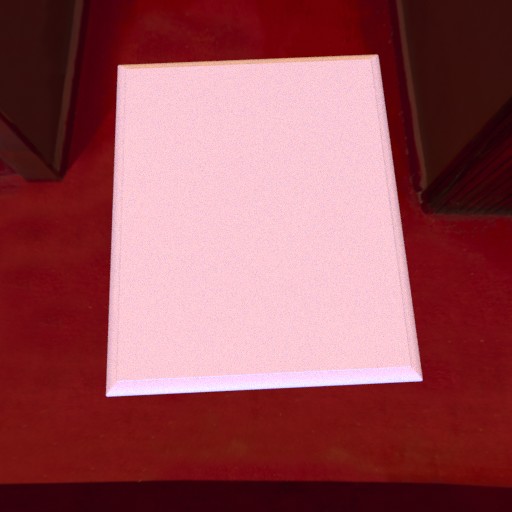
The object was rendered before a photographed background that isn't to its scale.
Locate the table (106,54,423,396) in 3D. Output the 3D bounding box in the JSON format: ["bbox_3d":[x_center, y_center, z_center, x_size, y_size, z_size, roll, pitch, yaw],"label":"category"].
[{"bbox_3d":[0.000,0.000,0.831,0.381,0.531,0.460,-3,75,-1],"label":"table"}]
